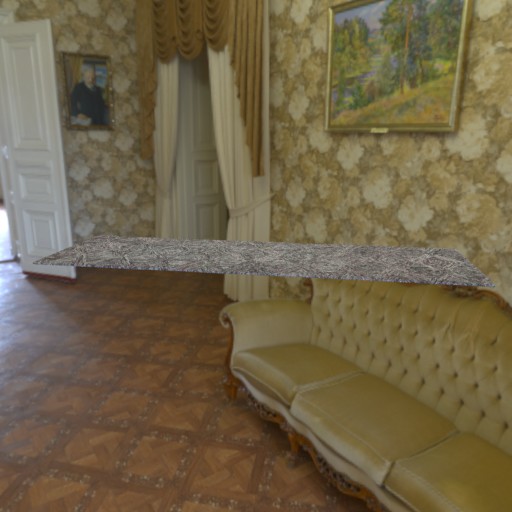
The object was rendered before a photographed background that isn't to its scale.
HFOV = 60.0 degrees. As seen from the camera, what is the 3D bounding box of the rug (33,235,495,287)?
[{"bbox_3d":[0.000,0.000,2.503,2.305,0.013,0.719,2,15,9],"label":"rug"}]
